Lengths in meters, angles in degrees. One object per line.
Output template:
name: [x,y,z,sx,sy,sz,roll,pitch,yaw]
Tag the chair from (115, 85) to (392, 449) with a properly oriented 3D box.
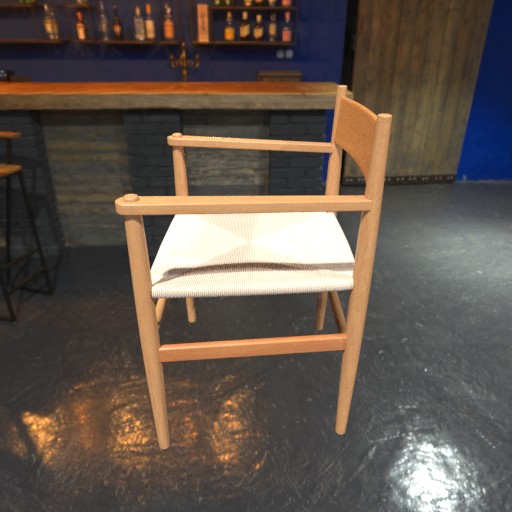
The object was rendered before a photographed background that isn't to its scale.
chair: [0.000,0.000,1.119,0.495,0.762,0.556,0,27,0]
